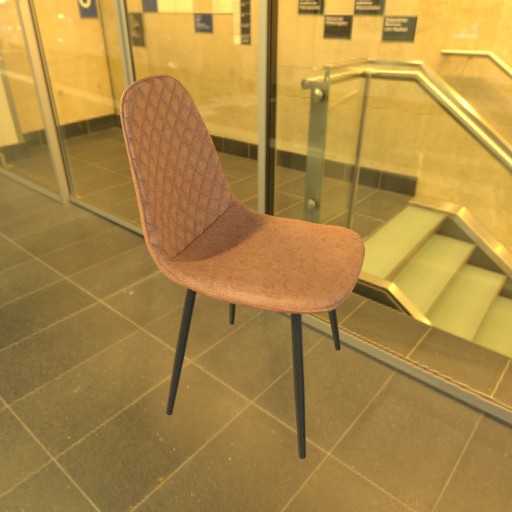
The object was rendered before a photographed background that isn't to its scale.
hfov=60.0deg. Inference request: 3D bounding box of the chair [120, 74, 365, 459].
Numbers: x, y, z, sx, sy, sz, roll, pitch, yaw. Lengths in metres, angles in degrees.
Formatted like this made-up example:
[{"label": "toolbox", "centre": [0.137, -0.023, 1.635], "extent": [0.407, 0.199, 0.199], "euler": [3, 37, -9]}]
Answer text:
[{"label": "chair", "centre": [0.000, 0.000, 1.203], "extent": [0.561, 0.889, 0.472], "euler": [11, 31, 18]}]
